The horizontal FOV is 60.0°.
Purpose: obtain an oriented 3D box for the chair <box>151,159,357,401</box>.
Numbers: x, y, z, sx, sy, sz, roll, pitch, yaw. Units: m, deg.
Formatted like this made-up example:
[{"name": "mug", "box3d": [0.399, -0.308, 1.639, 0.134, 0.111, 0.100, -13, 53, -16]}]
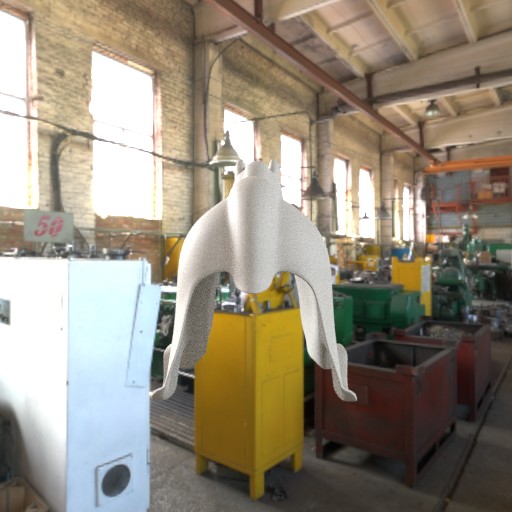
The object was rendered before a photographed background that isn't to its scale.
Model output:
[{"name": "chair", "box3d": [0.000, 0.000, 1.142, 0.429, 0.612, 0.800, 0, 0, 1]}]
